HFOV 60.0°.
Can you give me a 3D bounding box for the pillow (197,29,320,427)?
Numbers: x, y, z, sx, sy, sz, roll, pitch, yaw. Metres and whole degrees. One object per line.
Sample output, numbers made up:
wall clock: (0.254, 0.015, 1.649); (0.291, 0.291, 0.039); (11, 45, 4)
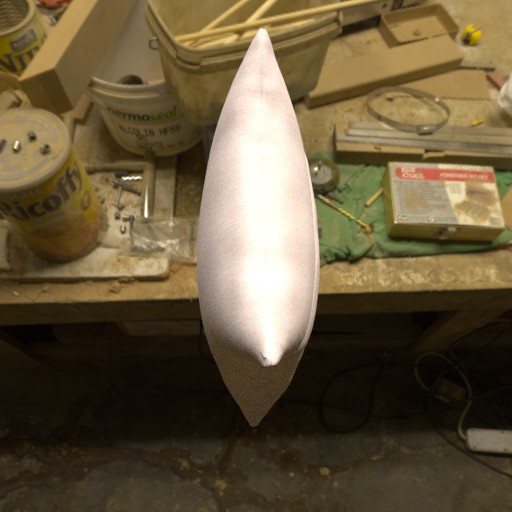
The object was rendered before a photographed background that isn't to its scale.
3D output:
pillow: (0.000, 0.000, 0.661); (0.173, 0.436, 0.433); (-1, 63, 0)
